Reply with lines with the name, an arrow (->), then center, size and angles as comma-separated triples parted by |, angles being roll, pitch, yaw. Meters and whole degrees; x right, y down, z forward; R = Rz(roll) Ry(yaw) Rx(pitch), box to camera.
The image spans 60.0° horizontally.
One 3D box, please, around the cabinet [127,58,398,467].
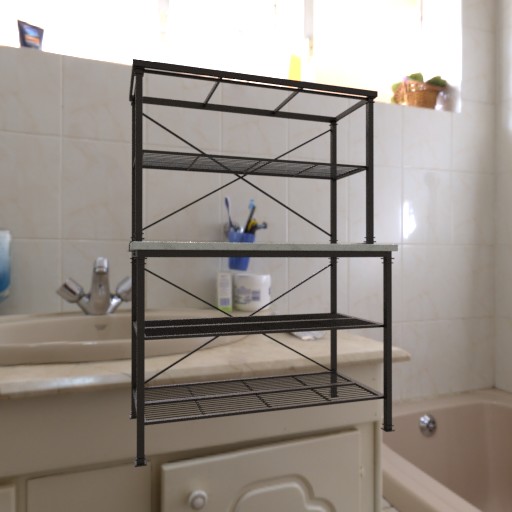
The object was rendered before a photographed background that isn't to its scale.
cabinet -> 0.000, 0.000, 2.187 | 1.210, 1.659, 0.610 | 0, 0, -18
